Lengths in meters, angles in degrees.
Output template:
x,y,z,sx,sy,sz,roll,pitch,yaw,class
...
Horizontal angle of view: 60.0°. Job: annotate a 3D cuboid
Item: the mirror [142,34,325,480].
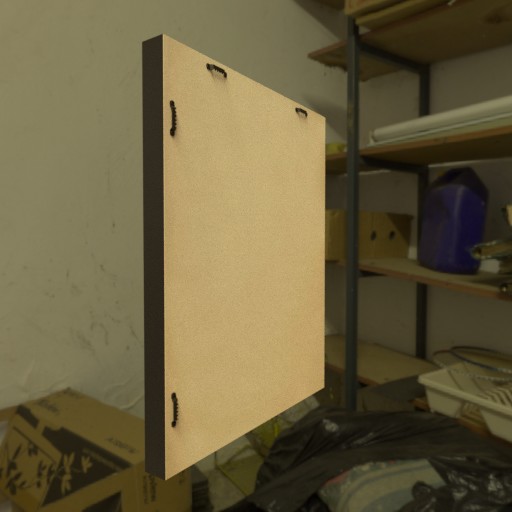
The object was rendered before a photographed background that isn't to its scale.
x,y,z,sx,sy,sz,roll,pitch,yaw,class
0.000,0.000,0.678,0.041,0.509,0.406,1,2,35,mirror
